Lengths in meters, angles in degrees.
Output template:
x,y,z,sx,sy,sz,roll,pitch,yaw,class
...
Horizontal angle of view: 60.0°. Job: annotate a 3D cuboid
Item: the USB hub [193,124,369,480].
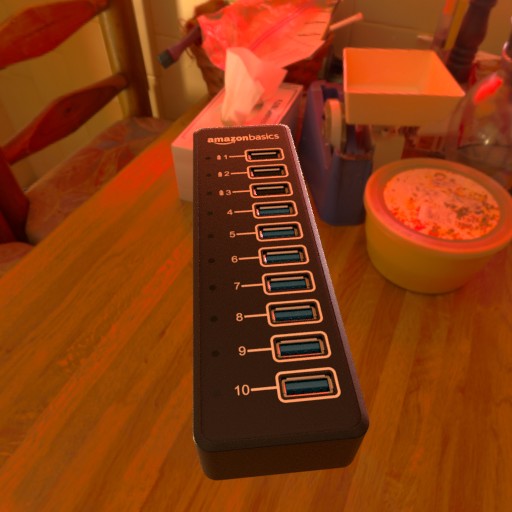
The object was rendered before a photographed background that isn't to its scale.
x,y,z,sx,sy,sz,roll,pitch,yaw,class
0.000,0.000,0.164,0.044,0.023,0.145,-4,47,-4,USB hub
